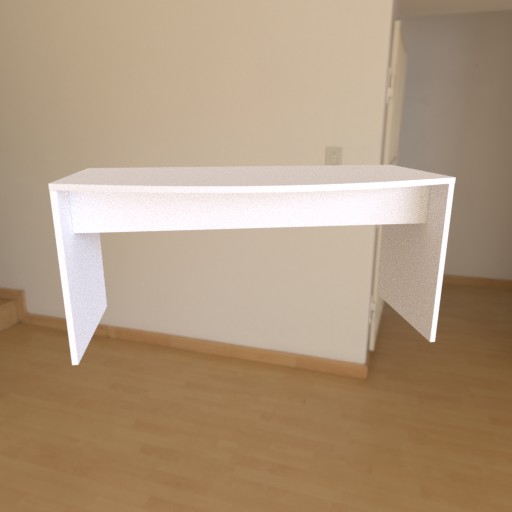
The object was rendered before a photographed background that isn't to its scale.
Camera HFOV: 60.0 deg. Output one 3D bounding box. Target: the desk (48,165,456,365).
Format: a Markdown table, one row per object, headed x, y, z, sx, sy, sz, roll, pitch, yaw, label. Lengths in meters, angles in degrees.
| x | y | z | sx | sy | sz | roll | pitch | yaw | label |
| --- | --- | --- | --- | --- | --- | --- | --- | --- | --- |
| 0.000 | 0.000 | 2.055 | 1.600 | 0.750 | 0.802 | -2 | 16 | -7 | desk |
